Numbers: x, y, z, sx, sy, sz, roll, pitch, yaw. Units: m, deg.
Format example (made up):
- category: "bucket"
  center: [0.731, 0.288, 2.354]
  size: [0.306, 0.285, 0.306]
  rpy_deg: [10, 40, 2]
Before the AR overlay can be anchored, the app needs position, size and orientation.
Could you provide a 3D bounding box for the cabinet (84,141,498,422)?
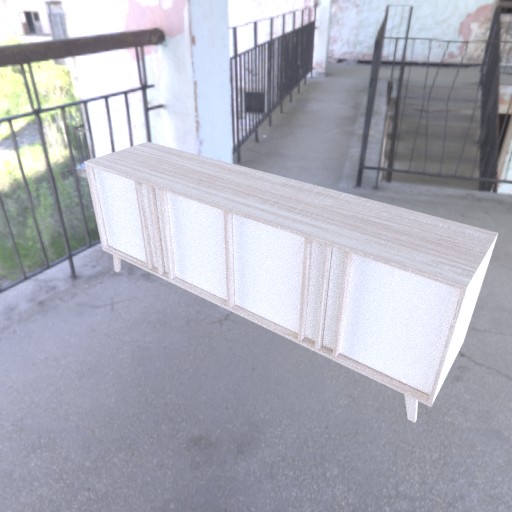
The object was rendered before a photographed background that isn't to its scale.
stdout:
- category: "cabinet"
  center: [0.000, 0.000, 2.478]
  size: [2.200, 0.780, 0.500]
  rpy_deg: [21, 37, 31]
